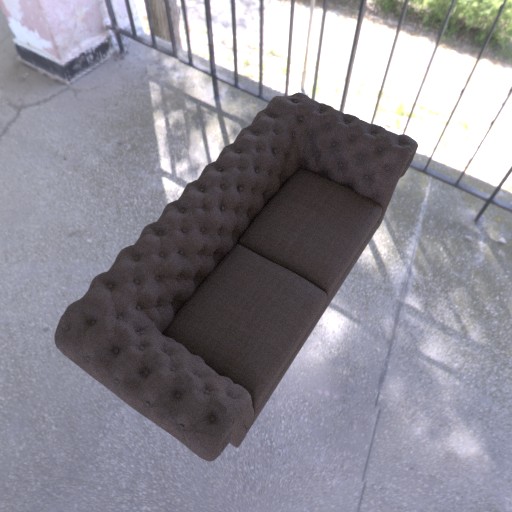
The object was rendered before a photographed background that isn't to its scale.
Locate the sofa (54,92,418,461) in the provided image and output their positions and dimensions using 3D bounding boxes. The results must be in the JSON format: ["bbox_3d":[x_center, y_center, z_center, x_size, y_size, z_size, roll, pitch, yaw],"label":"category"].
[{"bbox_3d":[0.000,0.000,2.501,0.944,0.780,2.048,29,62,17],"label":"sofa"}]
